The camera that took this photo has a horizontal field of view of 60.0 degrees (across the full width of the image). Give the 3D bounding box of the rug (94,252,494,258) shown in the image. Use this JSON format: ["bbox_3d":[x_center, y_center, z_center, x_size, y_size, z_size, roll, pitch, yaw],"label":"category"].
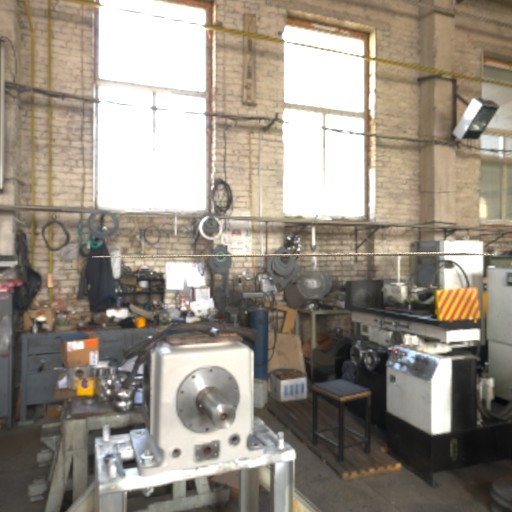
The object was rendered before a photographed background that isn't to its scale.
[{"bbox_3d":[0.000,0.000,2.666,2.464,0.005,0.660,-1,-1,37],"label":"rug"}]
